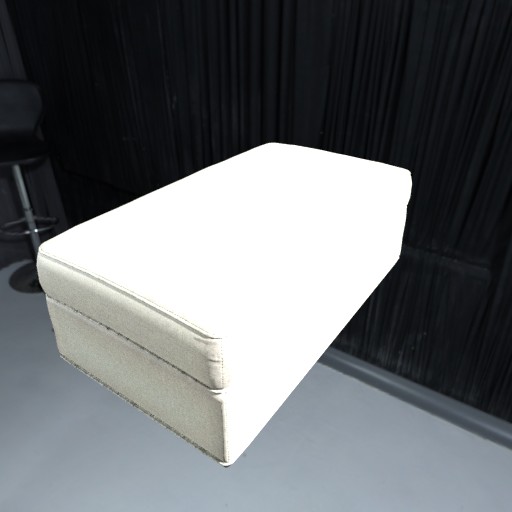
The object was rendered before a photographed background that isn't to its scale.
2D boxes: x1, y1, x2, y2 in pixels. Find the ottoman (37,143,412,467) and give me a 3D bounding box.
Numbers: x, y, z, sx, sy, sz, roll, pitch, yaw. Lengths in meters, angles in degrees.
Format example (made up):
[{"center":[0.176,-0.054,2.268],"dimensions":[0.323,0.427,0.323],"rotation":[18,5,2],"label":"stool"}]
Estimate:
[{"center":[0.000,0.000,1.410],"dimensions":[0.617,0.448,1.097],"rotation":[20,36,29],"label":"ottoman"}]
